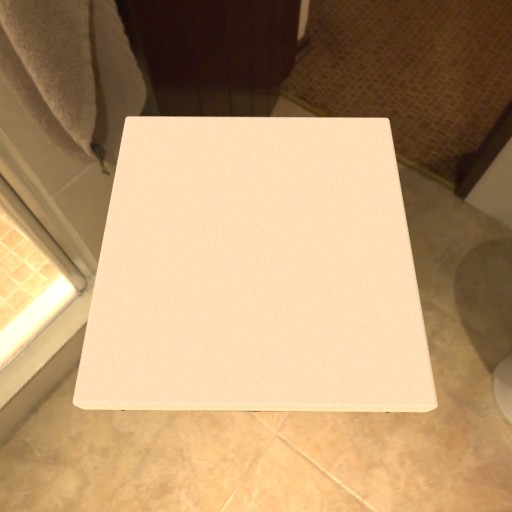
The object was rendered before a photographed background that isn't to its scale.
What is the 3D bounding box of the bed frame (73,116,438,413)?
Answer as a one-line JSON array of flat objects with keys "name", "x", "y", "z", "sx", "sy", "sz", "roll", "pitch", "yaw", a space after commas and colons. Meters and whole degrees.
[{"name": "bed frame", "x": 0.000, "y": 0.000, "z": 3.008, "sx": 1.935, "sy": 0.525, "sz": 2.033, "roll": 0, "pitch": 63, "yaw": 0}]
